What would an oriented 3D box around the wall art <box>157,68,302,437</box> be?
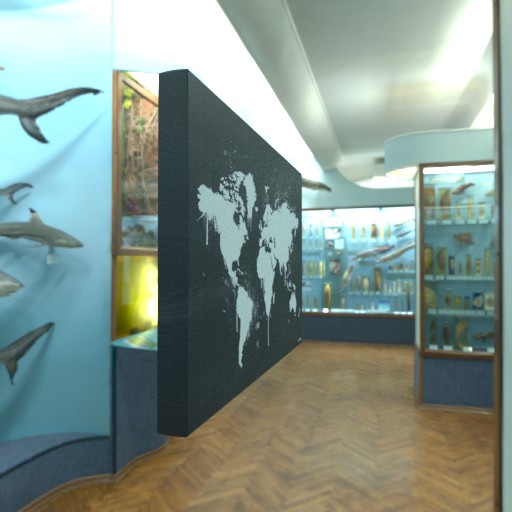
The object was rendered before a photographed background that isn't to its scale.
[{"bbox_3d":[0.000,0.000,0.783,0.038,0.409,0.610,0,-1,18],"label":"wall art"}]
